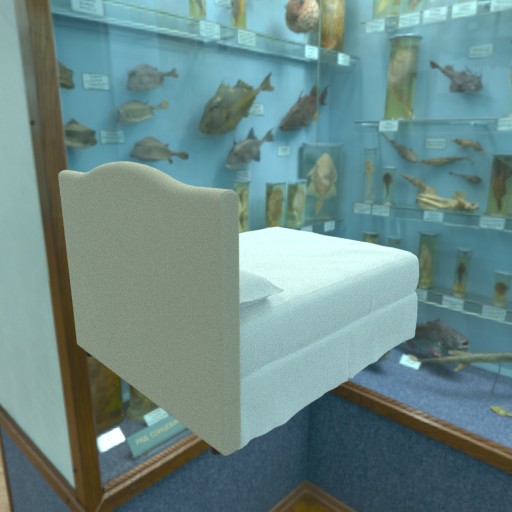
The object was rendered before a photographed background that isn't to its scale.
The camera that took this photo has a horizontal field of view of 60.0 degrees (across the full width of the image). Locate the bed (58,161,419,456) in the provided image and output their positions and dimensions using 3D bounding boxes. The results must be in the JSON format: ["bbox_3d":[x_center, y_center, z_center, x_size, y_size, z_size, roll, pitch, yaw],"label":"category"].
[{"bbox_3d":[0.000,0.000,3.328,2.143,1.460,1.753,-14,20,-43],"label":"bed"}]
